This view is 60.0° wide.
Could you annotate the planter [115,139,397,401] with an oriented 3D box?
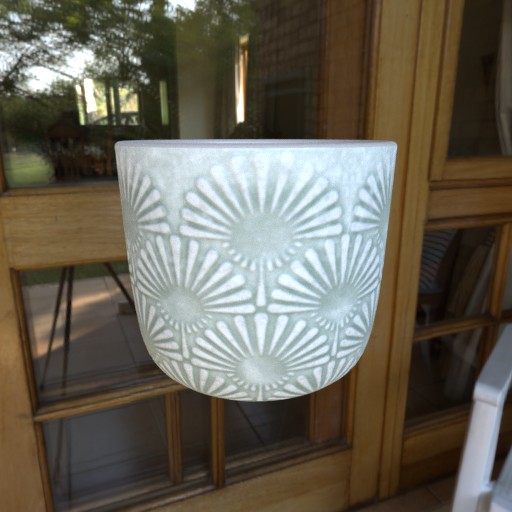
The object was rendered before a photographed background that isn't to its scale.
[{"bbox_3d":[0.000,0.000,0.217,0.124,0.109,0.124,0,15,0],"label":"planter"}]
